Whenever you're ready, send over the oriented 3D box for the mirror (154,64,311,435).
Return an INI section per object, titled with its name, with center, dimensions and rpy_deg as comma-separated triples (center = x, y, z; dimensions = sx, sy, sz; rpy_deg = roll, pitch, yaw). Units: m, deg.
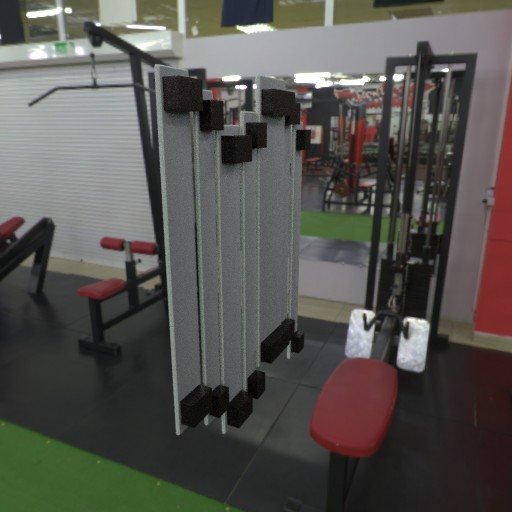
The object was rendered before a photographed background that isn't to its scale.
[mirror]
center = 0.000, 0.000, 0.802
dimensions = 0.058, 0.611, 0.445
rpy_deg = 8, 18, 25
